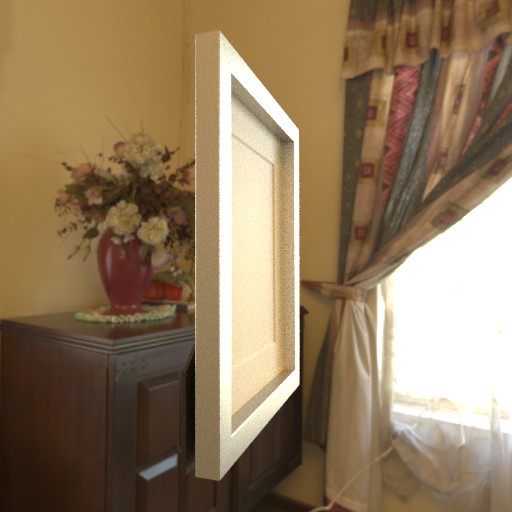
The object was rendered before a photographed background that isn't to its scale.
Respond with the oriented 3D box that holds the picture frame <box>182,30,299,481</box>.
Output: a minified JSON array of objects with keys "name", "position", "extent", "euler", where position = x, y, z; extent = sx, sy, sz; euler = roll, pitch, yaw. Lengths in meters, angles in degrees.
[{"name":"picture frame","position":[0.000,0.000,0.531],"extent":[0.036,0.386,0.307],"euler":[0,-1,18]}]
